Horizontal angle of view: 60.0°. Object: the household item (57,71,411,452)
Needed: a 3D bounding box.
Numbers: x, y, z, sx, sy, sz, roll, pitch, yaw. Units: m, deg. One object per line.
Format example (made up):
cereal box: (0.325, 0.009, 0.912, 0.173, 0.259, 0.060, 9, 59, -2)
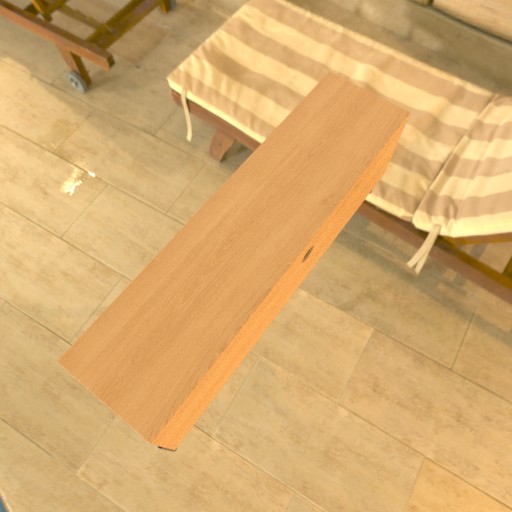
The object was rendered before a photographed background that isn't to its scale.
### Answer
household item: (0.000, 0.000, 1.809, 0.400, 0.600, 1.550, 34, 69, 15)
